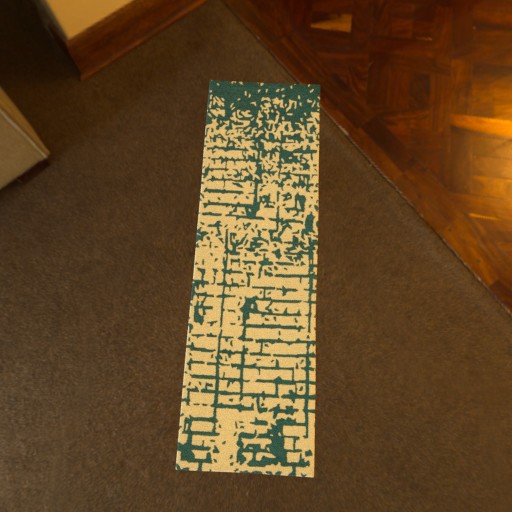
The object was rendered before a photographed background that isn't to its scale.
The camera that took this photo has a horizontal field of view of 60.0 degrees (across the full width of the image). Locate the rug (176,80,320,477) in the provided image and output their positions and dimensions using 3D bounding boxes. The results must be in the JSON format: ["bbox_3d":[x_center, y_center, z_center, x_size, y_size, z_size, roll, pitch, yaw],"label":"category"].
[{"bbox_3d":[0.000,0.000,2.704,0.750,0.011,2.435,3,76,1],"label":"rug"}]
